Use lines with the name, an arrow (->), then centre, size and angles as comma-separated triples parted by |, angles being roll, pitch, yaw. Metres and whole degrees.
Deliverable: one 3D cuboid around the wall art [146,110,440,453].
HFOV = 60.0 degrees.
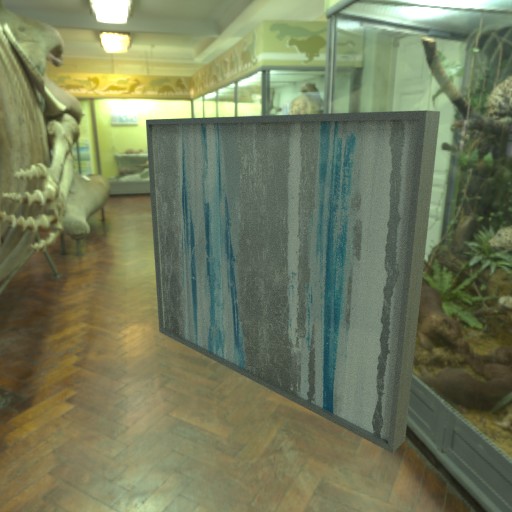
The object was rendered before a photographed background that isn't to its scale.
wall art -> 0.000, 0.000, 0.749 | 0.557, 0.450, 0.037 | 15, 21, 42
